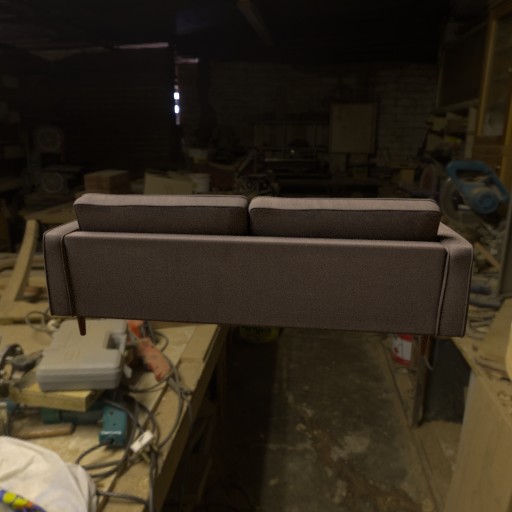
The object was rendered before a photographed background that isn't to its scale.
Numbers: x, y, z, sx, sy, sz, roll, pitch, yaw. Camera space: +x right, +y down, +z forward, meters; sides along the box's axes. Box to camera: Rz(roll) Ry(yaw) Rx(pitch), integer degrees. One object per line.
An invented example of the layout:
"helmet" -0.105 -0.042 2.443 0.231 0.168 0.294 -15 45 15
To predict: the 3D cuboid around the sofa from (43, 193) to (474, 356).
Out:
"sofa" 0.000 0.000 2.736 2.295 0.813 0.923 2 16 7
